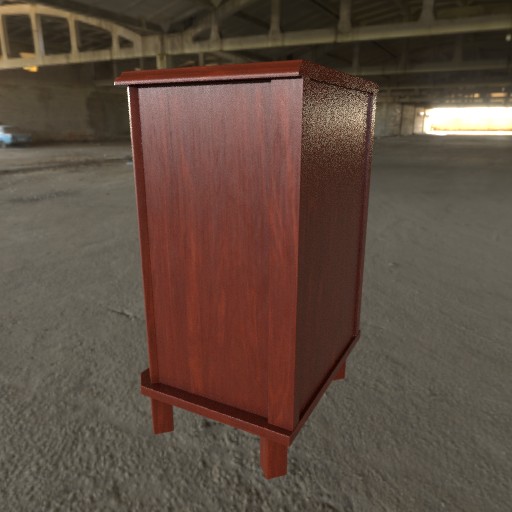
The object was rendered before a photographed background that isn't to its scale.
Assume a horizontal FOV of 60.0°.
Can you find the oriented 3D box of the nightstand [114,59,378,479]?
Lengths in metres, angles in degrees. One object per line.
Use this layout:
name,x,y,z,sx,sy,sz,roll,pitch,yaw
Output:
nightstand,0.000,0.000,0.914,0.351,0.681,0.435,9,19,26
